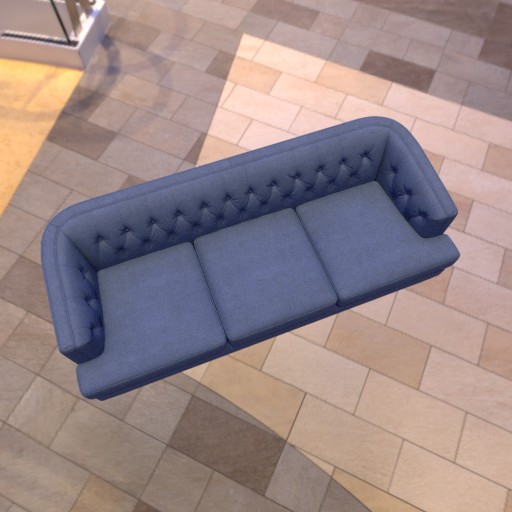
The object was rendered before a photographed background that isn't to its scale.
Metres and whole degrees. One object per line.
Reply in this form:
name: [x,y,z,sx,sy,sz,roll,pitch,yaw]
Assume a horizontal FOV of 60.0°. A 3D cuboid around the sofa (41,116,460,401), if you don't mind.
sofa: [0.000,0.000,2.634,2.235,0.787,0.914,-19,65,-9]
